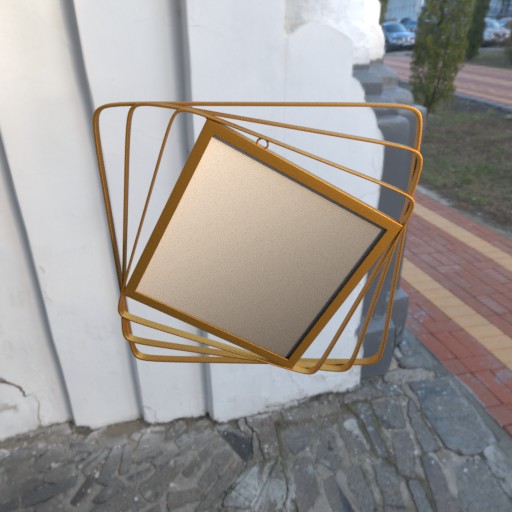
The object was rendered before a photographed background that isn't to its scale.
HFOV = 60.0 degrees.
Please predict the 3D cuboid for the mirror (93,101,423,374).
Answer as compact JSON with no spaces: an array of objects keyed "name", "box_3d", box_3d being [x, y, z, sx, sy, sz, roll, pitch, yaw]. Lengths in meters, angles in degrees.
[{"name":"mirror","box_3d":[0.000,0.000,0.708,0.470,0.468,0.045,1,28,1]}]
